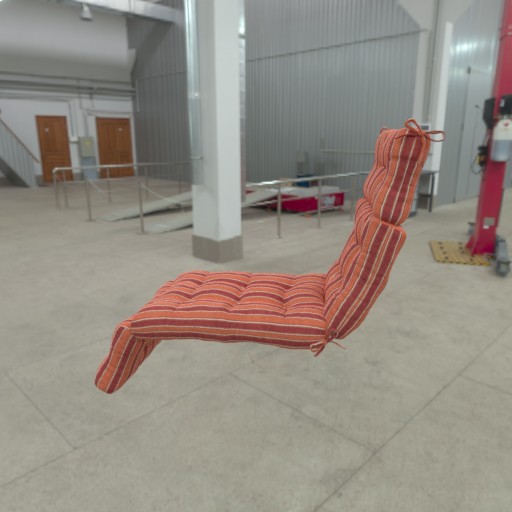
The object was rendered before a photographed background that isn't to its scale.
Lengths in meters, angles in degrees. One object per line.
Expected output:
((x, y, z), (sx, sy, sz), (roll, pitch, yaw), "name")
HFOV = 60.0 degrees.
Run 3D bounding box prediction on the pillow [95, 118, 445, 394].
((0.000, 0.000, 1.490), (1.016, 0.863, 0.526), (2, 15, 9), "pillow")
